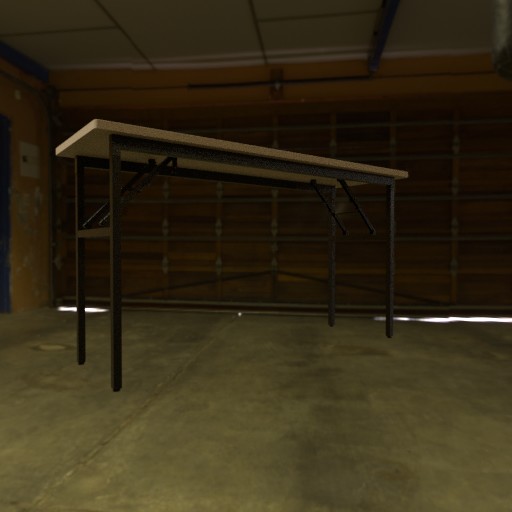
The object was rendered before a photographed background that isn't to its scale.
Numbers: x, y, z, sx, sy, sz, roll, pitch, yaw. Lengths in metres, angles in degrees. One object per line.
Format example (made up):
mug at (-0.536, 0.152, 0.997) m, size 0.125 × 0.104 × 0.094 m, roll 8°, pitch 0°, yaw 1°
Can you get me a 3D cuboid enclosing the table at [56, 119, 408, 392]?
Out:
table at (0.000, 0.000, 1.777) m, size 1.397 × 0.750 × 0.447 m, roll -1°, pitch 1°, yaw -37°
